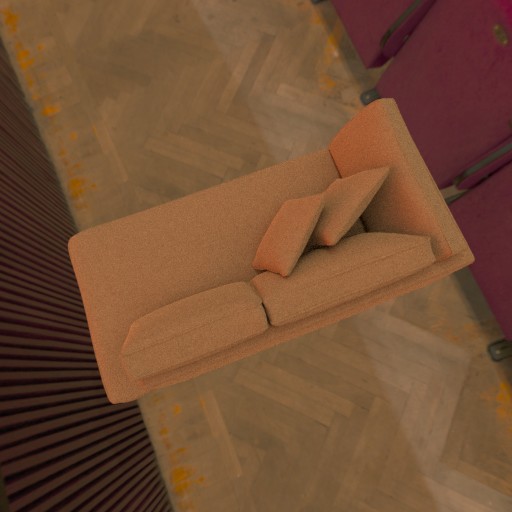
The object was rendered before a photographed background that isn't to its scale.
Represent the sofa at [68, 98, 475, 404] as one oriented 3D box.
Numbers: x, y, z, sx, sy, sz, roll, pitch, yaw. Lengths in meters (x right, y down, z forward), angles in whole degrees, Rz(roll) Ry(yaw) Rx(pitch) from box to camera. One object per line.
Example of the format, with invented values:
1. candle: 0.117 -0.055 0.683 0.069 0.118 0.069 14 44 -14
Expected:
1. sofa: 0.000 0.000 2.798 2.237 1.033 1.110 -20 76 -5
